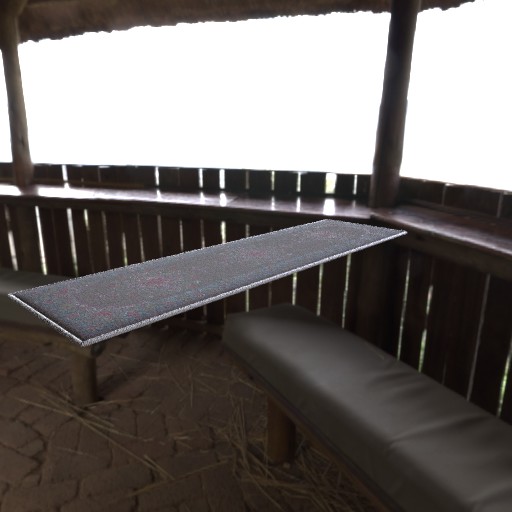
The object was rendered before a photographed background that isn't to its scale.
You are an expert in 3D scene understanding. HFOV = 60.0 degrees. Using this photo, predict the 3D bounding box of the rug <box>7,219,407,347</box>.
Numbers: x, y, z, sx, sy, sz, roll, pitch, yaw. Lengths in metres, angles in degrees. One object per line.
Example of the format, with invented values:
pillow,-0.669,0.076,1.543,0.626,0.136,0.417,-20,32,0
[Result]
rug,0.000,0.000,2.413,0.659,0.019,2.297,14,21,41
